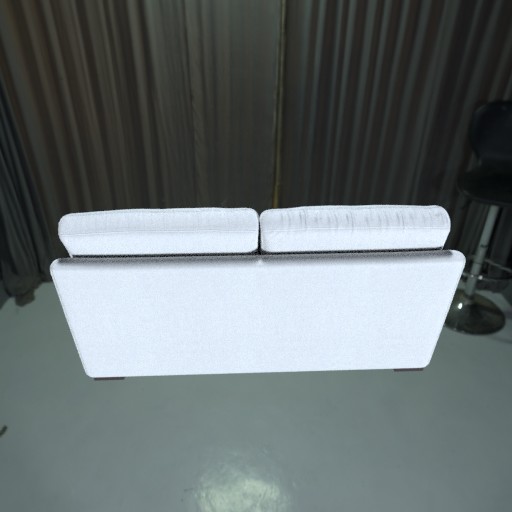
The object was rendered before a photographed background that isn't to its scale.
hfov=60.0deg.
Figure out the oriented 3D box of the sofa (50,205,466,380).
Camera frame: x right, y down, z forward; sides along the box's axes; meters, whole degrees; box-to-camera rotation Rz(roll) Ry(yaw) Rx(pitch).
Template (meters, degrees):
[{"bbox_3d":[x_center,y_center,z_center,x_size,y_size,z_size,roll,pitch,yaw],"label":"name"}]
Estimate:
[{"bbox_3d":[0.000,0.000,2.537,1.880,0.940,1.143,-1,31,-2],"label":"sofa"}]
